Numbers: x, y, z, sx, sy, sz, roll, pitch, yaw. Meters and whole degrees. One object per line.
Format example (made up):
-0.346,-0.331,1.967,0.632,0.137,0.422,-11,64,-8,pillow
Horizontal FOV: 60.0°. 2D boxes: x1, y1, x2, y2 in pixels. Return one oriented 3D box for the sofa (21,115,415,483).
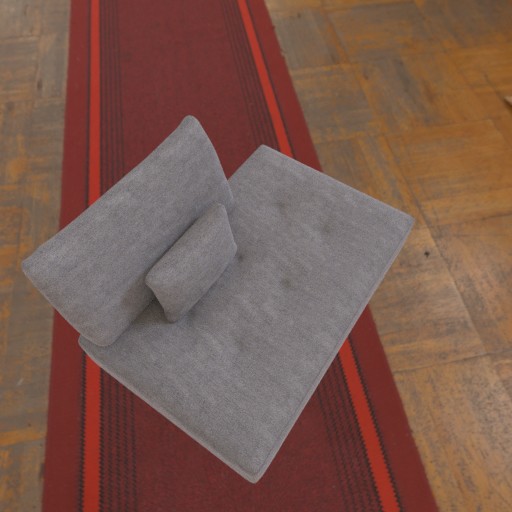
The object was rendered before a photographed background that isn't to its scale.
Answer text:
0.000,0.000,1.954,1.002,0.820,1.450,30,62,18,sofa
